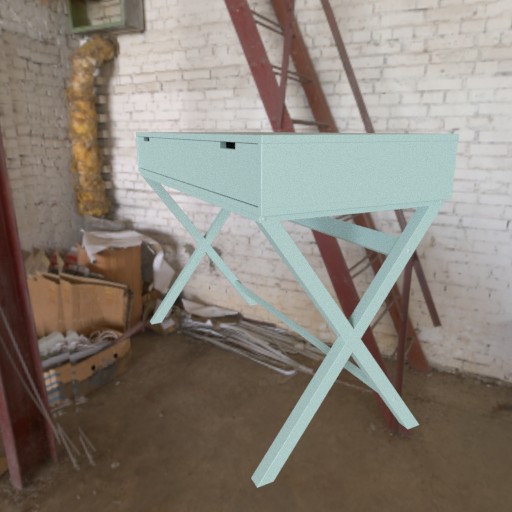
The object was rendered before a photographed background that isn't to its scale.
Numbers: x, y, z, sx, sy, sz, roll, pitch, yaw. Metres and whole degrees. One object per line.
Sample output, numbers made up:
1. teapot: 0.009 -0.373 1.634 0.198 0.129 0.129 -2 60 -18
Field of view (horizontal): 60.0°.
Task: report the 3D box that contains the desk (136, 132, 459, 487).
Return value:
1. desk: 0.000 0.000 1.459 0.509 0.780 1.059 -8 18 -25
